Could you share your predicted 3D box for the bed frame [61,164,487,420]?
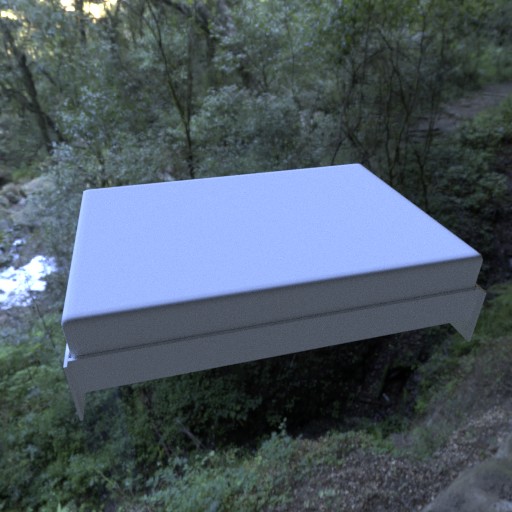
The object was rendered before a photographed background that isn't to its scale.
[{"bbox_3d":[0.000,0.000,2.581,1.945,0.497,1.445,-8,32,-13],"label":"bed frame"}]
